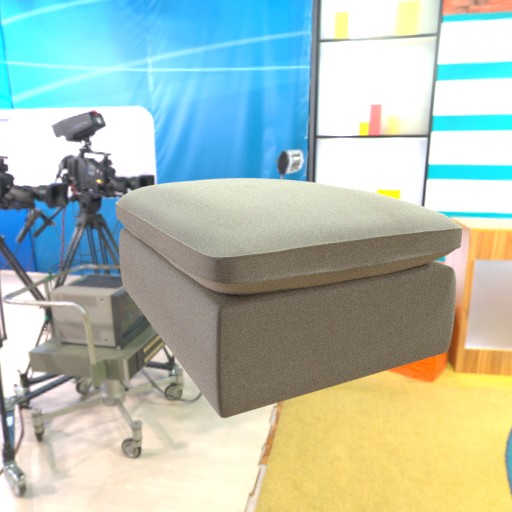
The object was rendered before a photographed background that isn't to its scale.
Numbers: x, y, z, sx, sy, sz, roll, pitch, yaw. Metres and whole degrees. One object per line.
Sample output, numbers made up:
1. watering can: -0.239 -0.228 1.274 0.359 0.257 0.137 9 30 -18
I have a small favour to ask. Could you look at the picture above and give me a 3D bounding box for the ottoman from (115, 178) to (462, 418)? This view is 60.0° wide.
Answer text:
1. ottoman: 0.000 0.000 1.367 0.686 0.453 0.984 -7 15 -26
